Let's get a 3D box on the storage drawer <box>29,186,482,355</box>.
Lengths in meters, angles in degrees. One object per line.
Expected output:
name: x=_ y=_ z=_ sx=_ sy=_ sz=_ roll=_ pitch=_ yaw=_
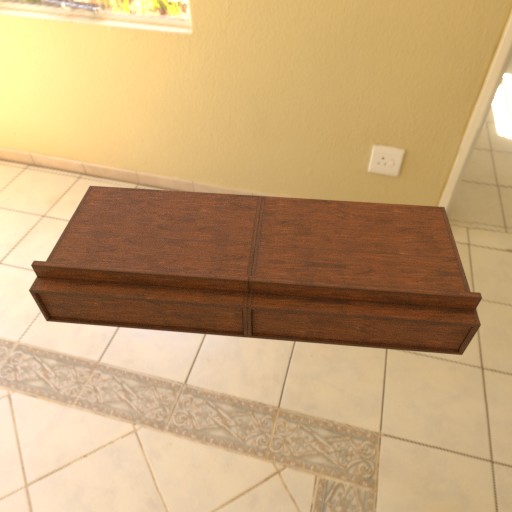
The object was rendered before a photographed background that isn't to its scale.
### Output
storage drawer: x=0.000 y=0.000 z=2.199 sx=1.914 sy=0.339 sz=0.774 roll=4 pitch=46 yaw=4
